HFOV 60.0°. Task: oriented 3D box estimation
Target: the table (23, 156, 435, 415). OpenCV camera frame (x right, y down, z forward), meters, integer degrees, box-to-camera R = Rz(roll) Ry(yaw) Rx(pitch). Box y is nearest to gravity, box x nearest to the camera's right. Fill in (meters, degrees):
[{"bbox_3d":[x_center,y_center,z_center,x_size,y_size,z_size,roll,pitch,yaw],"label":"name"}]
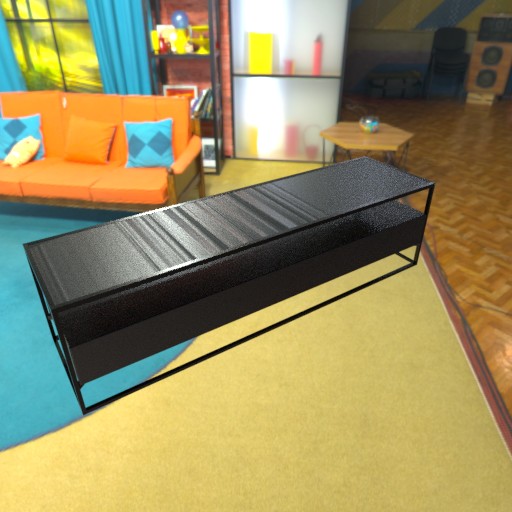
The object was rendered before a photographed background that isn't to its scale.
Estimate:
[{"bbox_3d":[0.000,0.000,1.694,1.486,0.395,0.399,-19,36,-28],"label":"table"}]
